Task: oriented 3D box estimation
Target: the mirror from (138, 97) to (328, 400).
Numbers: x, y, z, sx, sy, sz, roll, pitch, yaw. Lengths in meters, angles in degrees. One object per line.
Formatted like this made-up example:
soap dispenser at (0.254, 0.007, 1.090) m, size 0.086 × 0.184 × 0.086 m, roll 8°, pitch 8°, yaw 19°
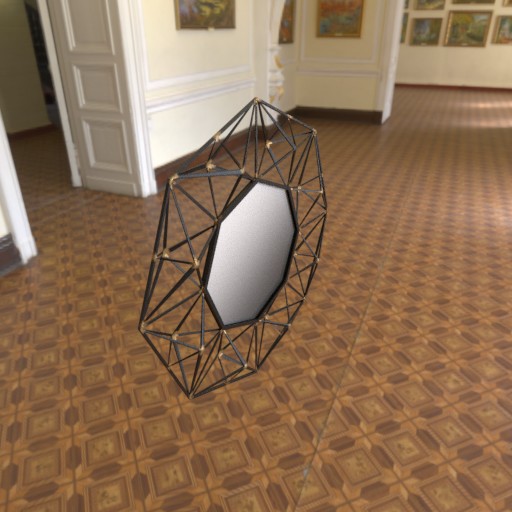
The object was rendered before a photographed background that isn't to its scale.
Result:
mirror at (0.000, 0.000, 1.044) m, size 0.094 × 0.710 × 0.710 m, roll 18°, pitch 32°, yaw 32°
